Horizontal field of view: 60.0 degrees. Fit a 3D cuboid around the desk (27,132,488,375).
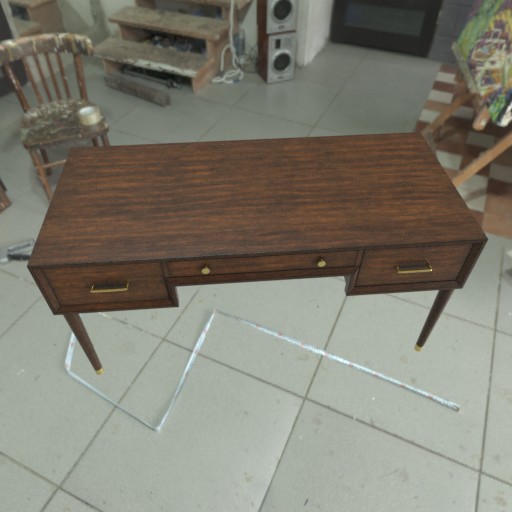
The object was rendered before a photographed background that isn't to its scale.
[{"bbox_3d":[0.000,0.000,2.020,1.575,0.762,0.724,-3,46,-3],"label":"desk"}]
